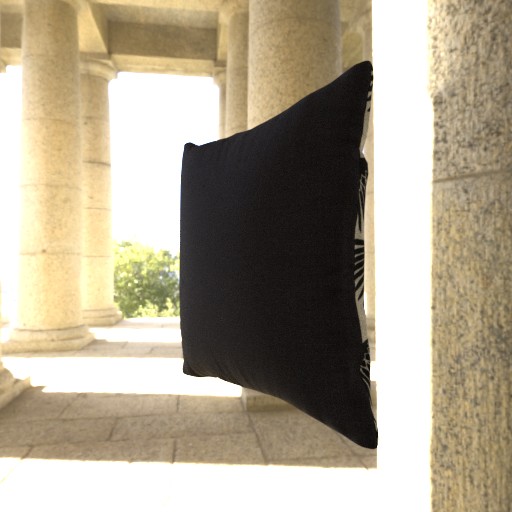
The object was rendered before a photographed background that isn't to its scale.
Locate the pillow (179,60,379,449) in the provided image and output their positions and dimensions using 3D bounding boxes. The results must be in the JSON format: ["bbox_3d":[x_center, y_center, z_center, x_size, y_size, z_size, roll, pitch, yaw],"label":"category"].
[{"bbox_3d":[0.000,0.000,0.659,0.139,0.432,0.432,1,-2,-37],"label":"pillow"}]
